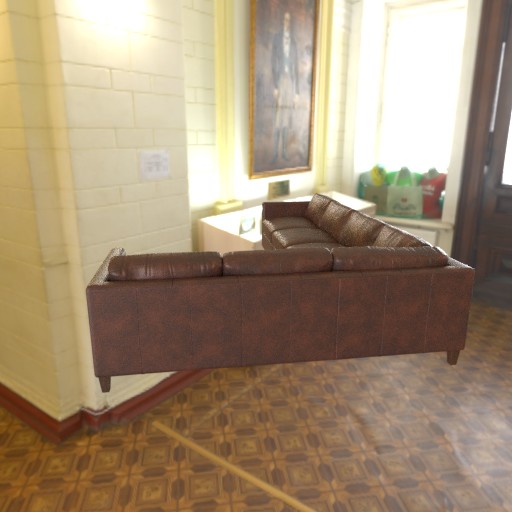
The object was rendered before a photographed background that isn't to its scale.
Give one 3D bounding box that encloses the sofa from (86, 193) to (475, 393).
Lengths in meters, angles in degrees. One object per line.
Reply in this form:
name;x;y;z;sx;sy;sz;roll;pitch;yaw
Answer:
sofa;0.000;0.000;4.262;2.438;0.836;3.152;-2;15;-8
